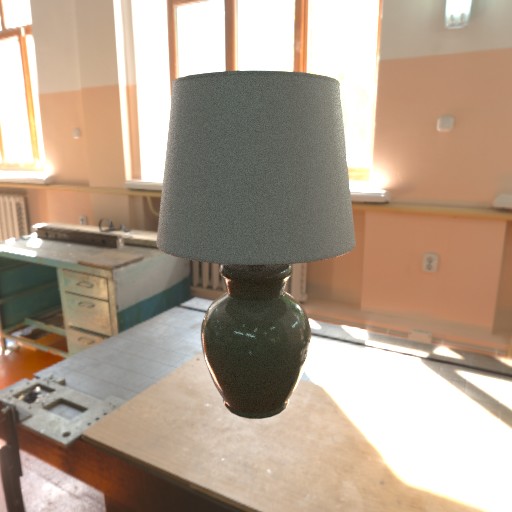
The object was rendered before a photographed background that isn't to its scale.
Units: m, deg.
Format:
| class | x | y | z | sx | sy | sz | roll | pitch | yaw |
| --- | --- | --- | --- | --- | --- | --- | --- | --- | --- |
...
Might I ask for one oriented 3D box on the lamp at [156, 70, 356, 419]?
| class | x | y | z | sx | sy | sz | roll | pitch | yaw |
| --- | --- | --- | --- | --- | --- | --- | --- | --- | --- |
| lamp | 0.000 | 0.000 | 0.549 | 0.239 | 0.399 | 0.239 | 0 | 13 | 0 |
